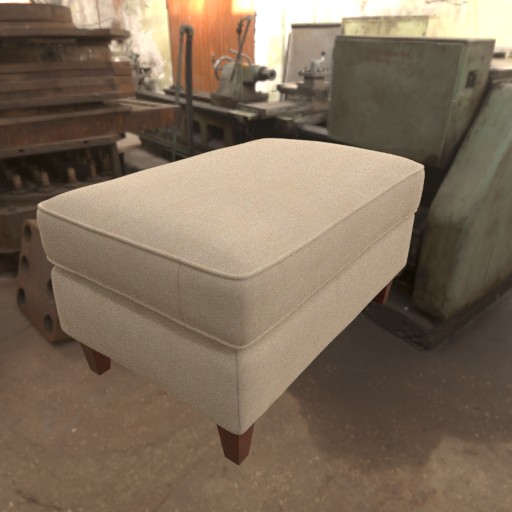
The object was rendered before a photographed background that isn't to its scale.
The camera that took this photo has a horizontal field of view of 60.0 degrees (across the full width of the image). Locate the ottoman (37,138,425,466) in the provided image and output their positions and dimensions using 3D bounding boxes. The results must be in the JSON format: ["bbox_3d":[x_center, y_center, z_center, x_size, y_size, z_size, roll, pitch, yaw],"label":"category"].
[{"bbox_3d":[0.000,0.000,1.173,0.583,0.484,0.862,18,32,32],"label":"ottoman"}]
